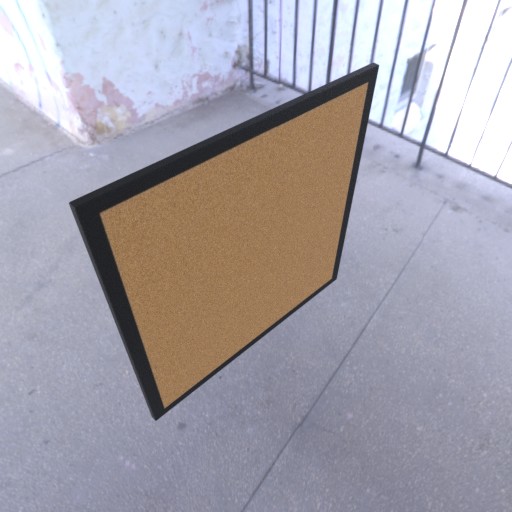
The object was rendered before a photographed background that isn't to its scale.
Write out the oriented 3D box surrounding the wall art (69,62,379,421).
[{"bbox_3d":[0.000,0.000,0.977,0.663,0.659,0.016,-33,55,-28],"label":"wall art"}]
